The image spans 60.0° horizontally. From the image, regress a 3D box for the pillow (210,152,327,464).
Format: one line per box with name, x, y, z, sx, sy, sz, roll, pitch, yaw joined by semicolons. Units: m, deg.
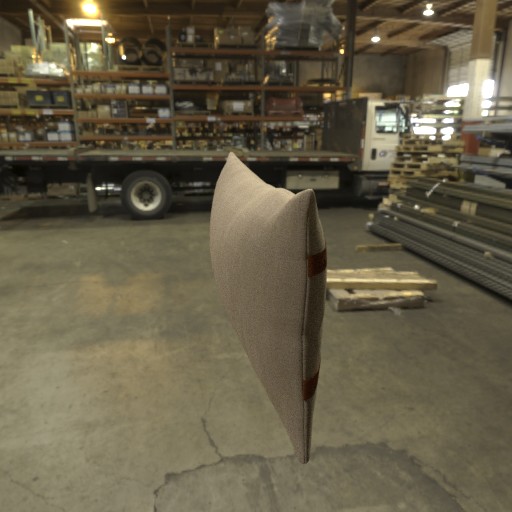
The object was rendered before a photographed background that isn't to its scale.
pillow;0.000;0.000;0.735;0.148;0.308;0.612;-3;16;-10
